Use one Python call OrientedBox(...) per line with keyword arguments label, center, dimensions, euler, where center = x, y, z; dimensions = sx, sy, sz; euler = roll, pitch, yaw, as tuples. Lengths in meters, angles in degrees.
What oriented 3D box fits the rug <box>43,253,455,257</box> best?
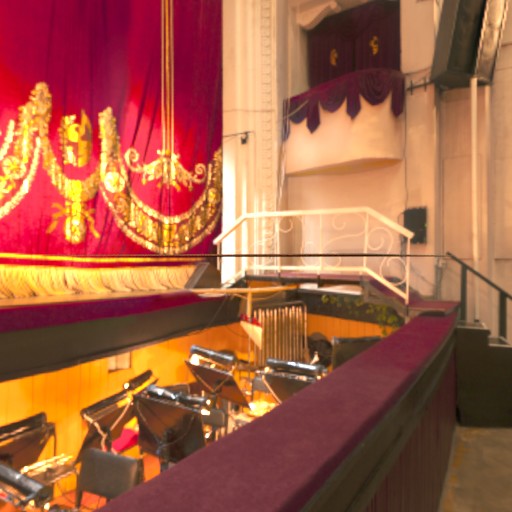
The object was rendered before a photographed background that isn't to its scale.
OrientedBox(label="rug", center=(0.000, 0.000, 4.152), dimensions=(3.036, 0.008, 2.440), euler=(0, 0, 35))
